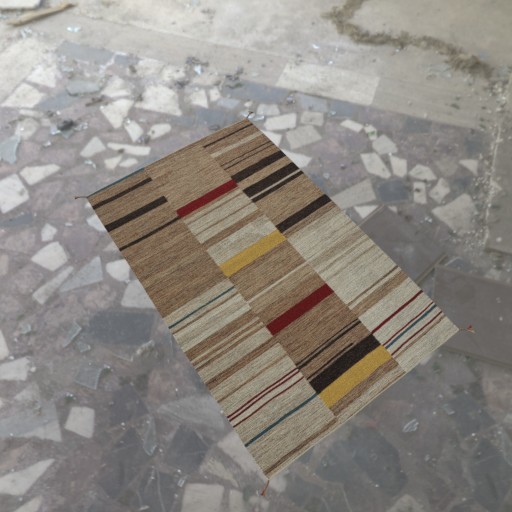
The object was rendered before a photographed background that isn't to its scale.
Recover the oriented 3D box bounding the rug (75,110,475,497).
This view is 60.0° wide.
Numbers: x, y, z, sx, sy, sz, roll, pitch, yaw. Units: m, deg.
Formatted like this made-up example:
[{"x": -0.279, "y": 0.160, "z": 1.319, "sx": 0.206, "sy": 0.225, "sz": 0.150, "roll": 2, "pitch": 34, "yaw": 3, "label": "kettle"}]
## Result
[{"x": 0.000, "y": 0.000, "z": 2.355, "sx": 1.268, "sy": 0.007, "sz": 1.918, "roll": -31, "pitch": 63, "yaw": -17, "label": "rug"}]
